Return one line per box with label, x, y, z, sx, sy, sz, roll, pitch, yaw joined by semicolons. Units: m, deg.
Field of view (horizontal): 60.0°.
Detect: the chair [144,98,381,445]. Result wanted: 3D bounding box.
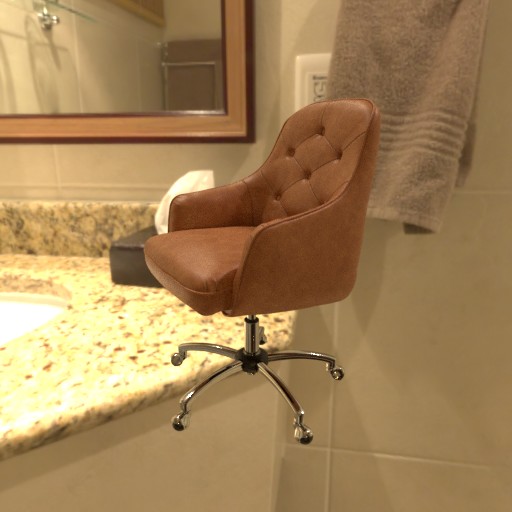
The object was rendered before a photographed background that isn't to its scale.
chair;0.000;0.000;1.332;0.615;0.909;0.628;-8;18;-27
